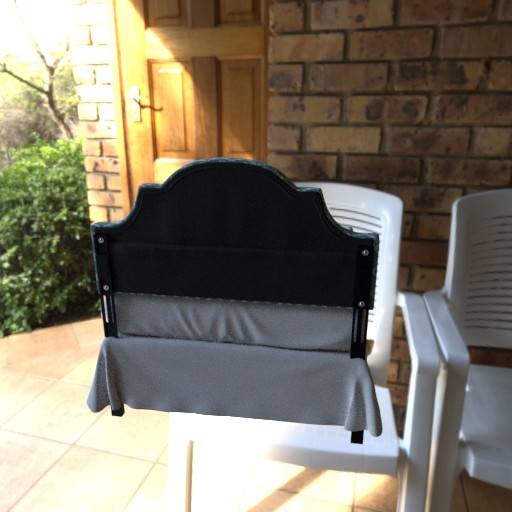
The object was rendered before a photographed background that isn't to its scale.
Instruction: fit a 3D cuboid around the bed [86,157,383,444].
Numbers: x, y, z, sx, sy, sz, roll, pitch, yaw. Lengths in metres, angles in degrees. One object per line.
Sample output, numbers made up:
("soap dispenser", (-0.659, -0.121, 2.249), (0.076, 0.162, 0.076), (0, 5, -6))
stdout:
("bed", (0.000, 0.000, 3.397), (1.780, 1.633, 2.222), (3, 18, 9))
